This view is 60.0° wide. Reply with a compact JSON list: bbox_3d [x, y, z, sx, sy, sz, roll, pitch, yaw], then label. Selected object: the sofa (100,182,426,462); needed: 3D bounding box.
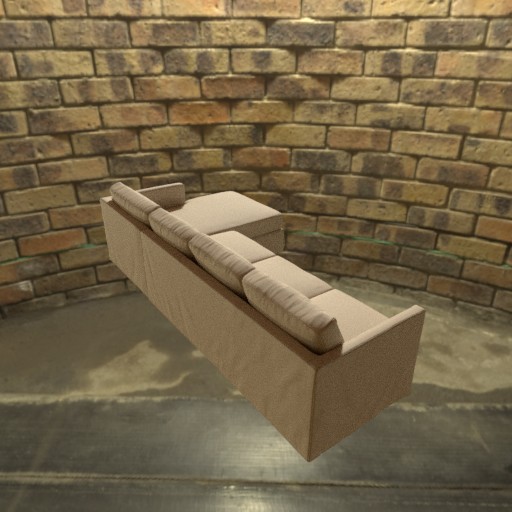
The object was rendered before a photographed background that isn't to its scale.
[{"bbox_3d":[0.000,0.000,3.885,1.622,0.871,3.206,-19,32,-32],"label":"sofa"}]
